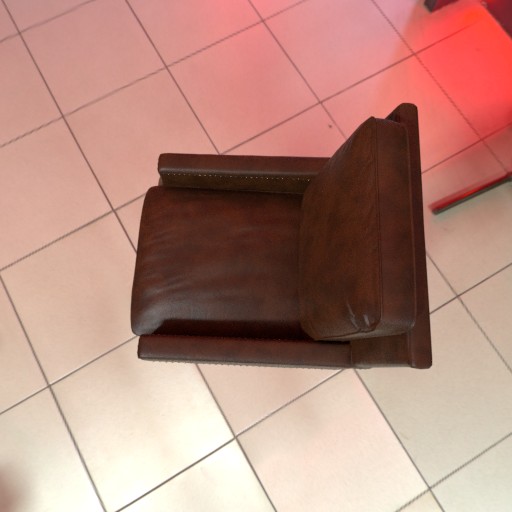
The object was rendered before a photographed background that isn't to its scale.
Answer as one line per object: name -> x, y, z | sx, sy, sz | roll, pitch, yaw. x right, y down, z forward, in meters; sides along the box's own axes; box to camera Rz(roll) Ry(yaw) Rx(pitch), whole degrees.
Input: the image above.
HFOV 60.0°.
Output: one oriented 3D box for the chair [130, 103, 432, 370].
chair -> 0.000, 0.000, 1.785 | 1.035, 1.054, 0.854 | 2, 75, 1
